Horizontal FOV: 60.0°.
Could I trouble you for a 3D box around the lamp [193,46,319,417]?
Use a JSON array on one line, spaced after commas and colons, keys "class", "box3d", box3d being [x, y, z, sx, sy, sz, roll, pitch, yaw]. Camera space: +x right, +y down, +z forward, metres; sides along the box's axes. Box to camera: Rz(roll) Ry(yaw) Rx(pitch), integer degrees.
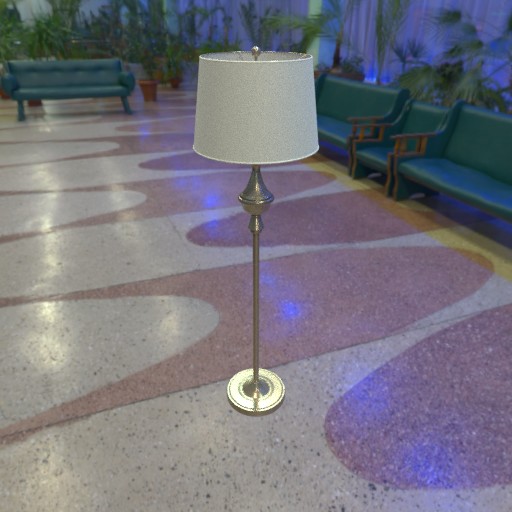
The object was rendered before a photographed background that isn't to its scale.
[{"class": "lamp", "box3d": [0.000, 0.000, 1.737, 0.431, 1.488, 0.431, 0, 29, 0]}]
